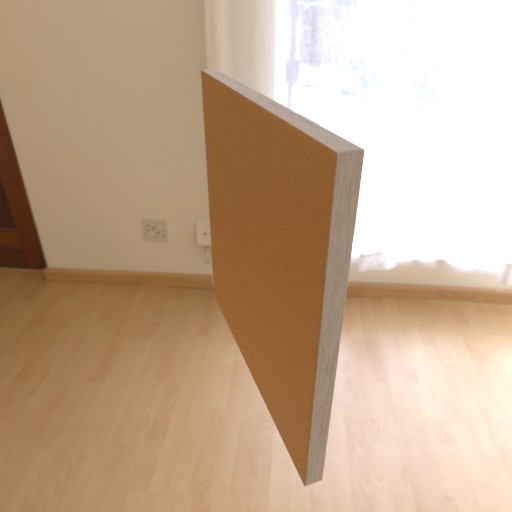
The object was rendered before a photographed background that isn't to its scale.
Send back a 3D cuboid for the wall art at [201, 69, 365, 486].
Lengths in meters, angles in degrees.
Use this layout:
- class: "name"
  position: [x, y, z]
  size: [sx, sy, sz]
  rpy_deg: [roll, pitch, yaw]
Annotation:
- class: "wall art"
  position: [0.000, 0.000, 1.867]
  size: [0.078, 1.288, 1.287]
  rpy_deg: [-11, 33, -17]
